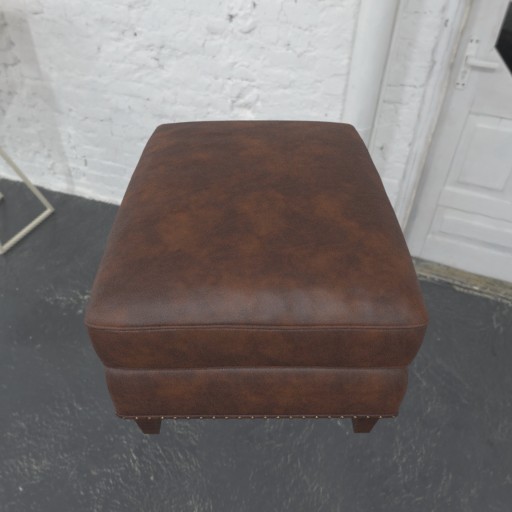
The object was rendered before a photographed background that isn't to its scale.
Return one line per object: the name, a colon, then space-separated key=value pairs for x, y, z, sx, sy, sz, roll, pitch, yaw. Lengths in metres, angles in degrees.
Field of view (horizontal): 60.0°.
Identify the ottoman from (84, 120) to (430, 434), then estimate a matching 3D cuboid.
ottoman: x=0.000 y=0.000 z=1.099 sx=0.586 sy=0.486 sz=0.742 roll=0 pitch=41 yaw=0
